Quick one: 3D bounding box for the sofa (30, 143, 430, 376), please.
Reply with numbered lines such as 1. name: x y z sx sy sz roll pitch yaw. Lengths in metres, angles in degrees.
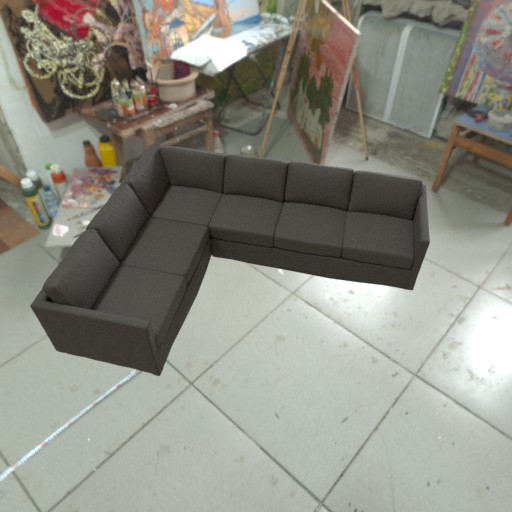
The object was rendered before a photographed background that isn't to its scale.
1. sofa: 0.000 0.000 4.306 3.182 0.871 2.432 9 46 9
